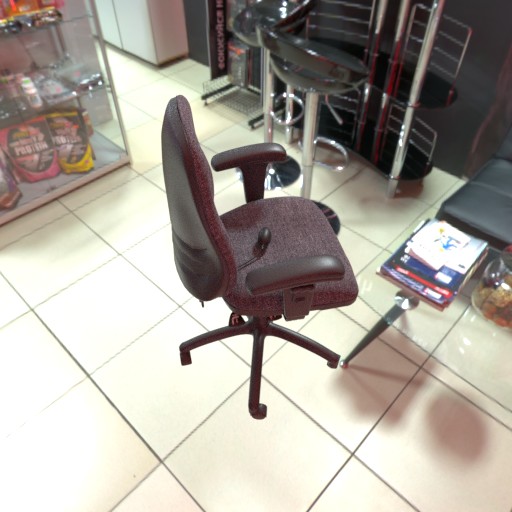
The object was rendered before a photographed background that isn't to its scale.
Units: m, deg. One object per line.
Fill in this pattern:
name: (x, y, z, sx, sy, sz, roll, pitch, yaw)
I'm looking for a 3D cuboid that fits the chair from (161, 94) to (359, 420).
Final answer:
chair: (0.000, 0.000, 1.234, 0.530, 0.910, 0.550, -10, 47, -9)
